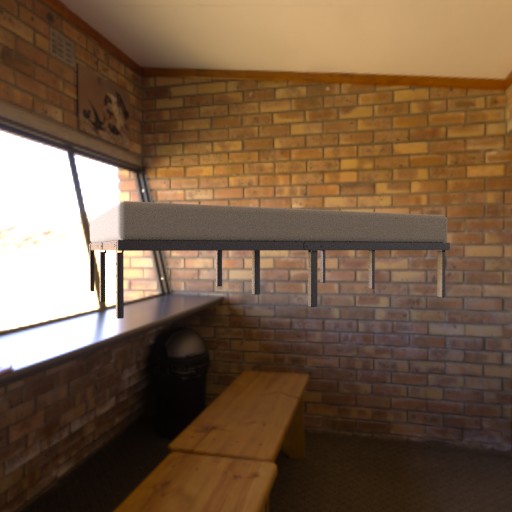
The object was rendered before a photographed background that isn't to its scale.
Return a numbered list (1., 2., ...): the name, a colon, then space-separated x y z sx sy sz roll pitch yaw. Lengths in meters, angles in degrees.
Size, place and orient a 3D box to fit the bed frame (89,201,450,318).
1. bed frame: 0.000 0.000 3.931 2.842 0.680 2.205 0 1 -18
